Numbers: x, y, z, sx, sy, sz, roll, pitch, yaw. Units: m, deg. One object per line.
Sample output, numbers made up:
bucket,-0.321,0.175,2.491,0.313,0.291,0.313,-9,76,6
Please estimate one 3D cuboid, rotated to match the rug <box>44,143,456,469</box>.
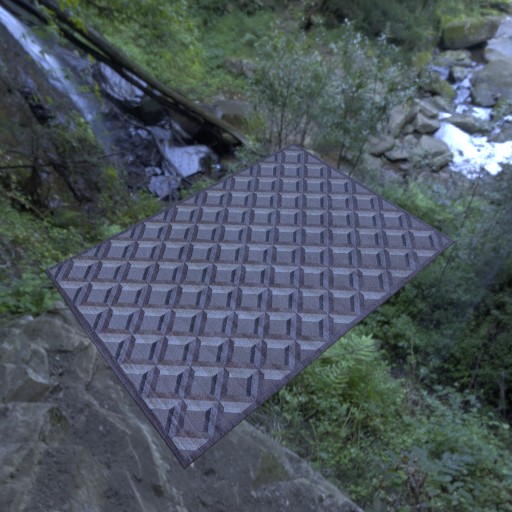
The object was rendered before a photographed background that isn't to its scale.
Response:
rug,0.000,0.000,2.951,2.260,0.013,1.600,-32,55,-26
